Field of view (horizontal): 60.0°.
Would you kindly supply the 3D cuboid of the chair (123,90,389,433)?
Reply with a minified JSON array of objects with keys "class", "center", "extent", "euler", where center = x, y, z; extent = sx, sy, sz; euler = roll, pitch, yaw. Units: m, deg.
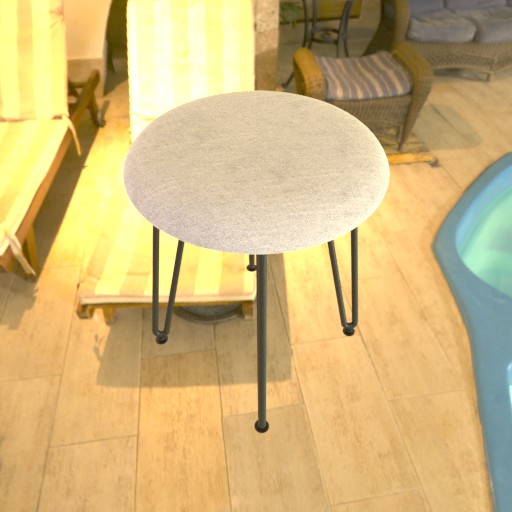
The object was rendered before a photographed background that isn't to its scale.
[{"class":"chair","center":[0.000,0.000,0.636],"extent":[0.350,0.386,0.350],"euler":[-2,44,-2]}]
